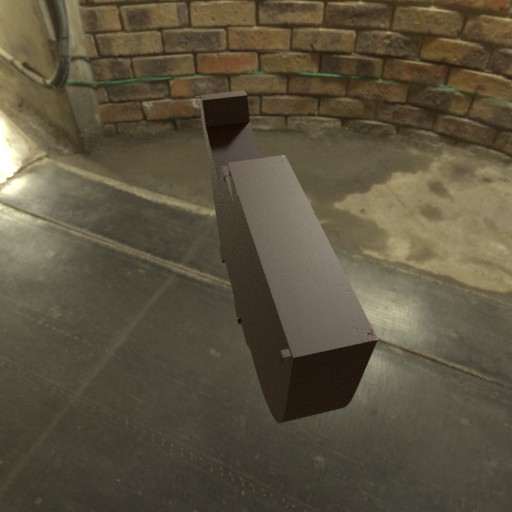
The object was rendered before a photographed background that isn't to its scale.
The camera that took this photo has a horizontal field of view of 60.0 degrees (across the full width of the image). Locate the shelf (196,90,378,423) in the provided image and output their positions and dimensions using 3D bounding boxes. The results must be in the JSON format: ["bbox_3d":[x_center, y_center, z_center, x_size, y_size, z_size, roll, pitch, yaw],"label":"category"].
[{"bbox_3d":[0.000,0.000,0.902,0.112,0.439,0.729,-10,47,-9],"label":"shelf"}]
